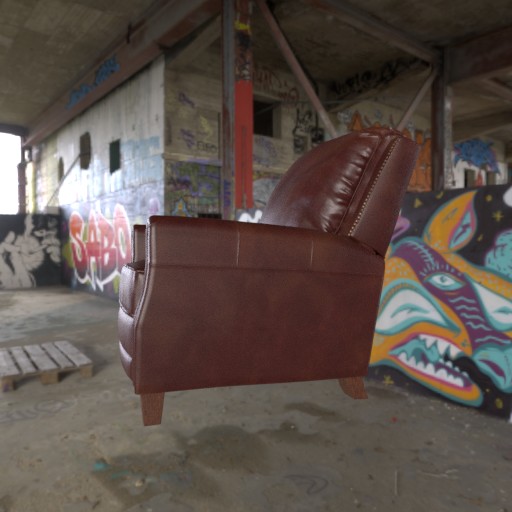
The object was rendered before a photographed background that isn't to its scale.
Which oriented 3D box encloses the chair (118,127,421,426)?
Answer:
[{"bbox_3d":[0.000,0.000,1.824,1.089,1.022,0.826,-1,2,-19],"label":"chair"}]
